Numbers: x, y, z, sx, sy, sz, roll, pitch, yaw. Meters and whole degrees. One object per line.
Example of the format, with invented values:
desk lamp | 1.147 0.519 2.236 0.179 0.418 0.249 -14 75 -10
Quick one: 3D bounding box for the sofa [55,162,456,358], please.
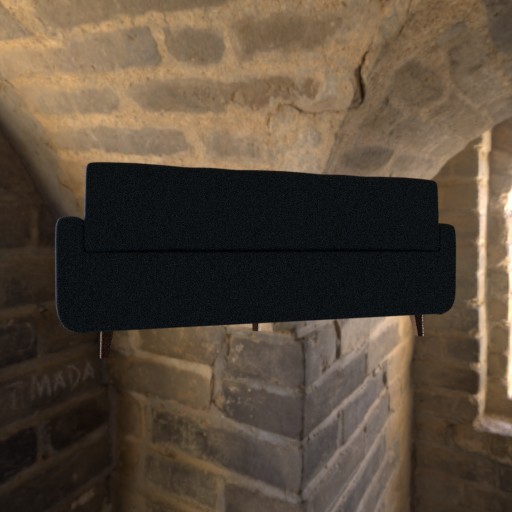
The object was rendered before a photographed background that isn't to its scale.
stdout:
sofa | 0.000 0.000 2.603 2.055 0.884 0.942 0 1 -17
